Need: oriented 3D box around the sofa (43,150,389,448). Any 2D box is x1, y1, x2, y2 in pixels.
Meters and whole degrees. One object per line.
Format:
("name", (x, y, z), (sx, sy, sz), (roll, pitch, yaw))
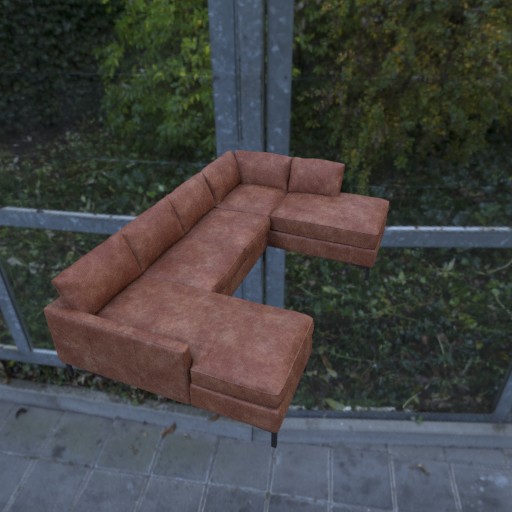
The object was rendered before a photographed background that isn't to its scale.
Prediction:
("sofa", (0.000, 0.000, 3.937), (1.939, 0.900, 2.956), (12, 34, 18))
